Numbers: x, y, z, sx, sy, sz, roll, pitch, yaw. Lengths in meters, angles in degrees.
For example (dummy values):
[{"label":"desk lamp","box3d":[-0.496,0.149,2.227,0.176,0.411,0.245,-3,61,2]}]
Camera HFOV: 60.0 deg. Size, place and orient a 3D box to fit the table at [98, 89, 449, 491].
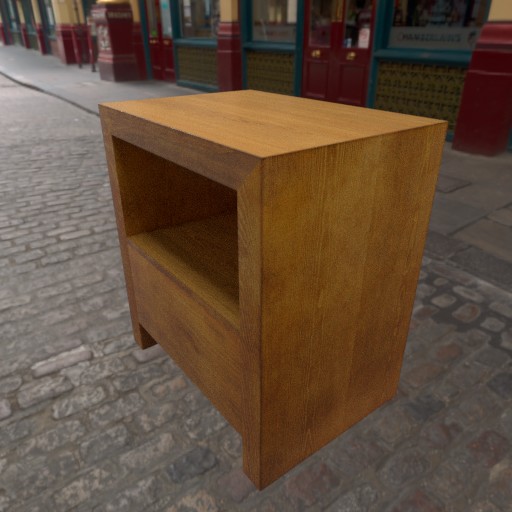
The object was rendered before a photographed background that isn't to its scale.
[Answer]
[{"label":"table","box3d":[0.000,0.000,0.962,0.400,0.605,0.550,-19,33,-33]}]
